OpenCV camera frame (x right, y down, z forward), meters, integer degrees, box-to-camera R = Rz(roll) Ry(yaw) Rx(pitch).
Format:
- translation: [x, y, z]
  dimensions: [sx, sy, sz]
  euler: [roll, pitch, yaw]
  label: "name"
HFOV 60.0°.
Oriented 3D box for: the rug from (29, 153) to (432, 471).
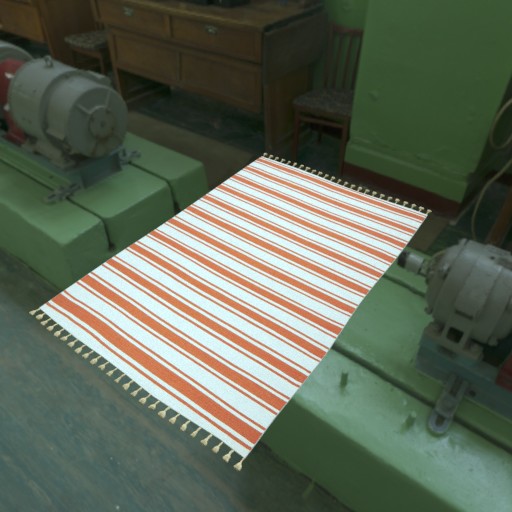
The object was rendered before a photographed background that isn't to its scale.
- translation: [0.000, 0.000, 2.989]
  dimensions: [1.556, 0.022, 2.433]
  euler: [26, 47, 26]
  label: "rug"
